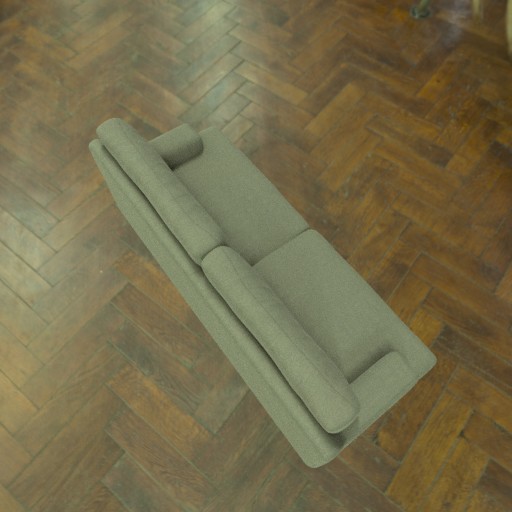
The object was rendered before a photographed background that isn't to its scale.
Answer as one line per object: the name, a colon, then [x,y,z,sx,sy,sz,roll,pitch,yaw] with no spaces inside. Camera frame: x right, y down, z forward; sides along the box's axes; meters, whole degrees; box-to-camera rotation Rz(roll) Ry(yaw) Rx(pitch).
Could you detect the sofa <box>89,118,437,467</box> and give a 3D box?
sofa: [0.000,0.000,2.817,0.962,0.980,2.354,-34,67,-16]
